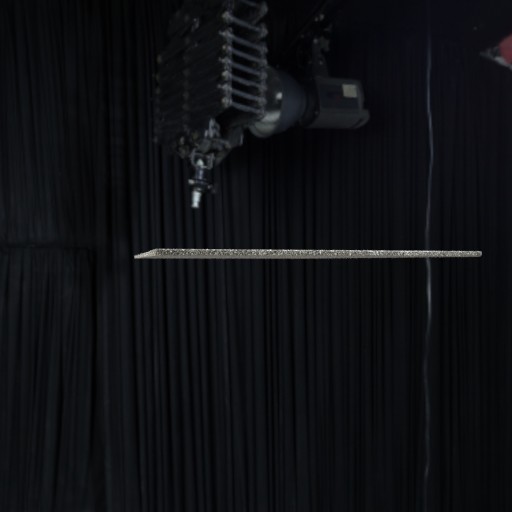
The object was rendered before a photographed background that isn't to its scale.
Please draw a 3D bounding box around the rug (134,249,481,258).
[{"bbox_3d":[0.000,0.000,2.971,1.502,0.025,2.350,0,-1,-17],"label":"rug"}]
